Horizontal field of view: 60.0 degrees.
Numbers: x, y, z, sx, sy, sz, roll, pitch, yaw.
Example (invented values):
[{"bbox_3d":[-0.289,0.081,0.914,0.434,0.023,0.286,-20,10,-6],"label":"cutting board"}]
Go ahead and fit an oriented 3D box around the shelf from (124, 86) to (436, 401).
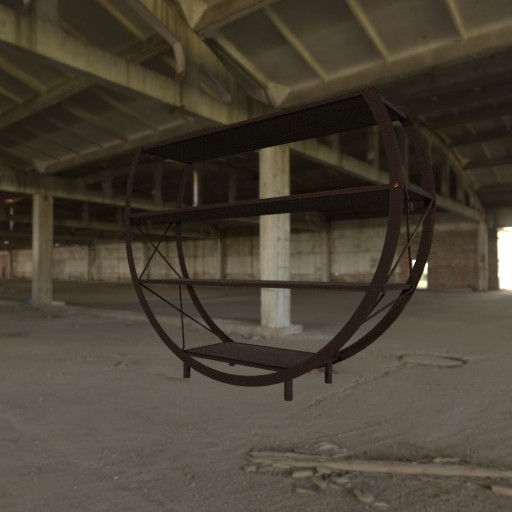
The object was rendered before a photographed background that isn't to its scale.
[{"bbox_3d":[0.000,0.000,1.910,1.403,1.063,0.344,-1,-2,38],"label":"shelf"}]
